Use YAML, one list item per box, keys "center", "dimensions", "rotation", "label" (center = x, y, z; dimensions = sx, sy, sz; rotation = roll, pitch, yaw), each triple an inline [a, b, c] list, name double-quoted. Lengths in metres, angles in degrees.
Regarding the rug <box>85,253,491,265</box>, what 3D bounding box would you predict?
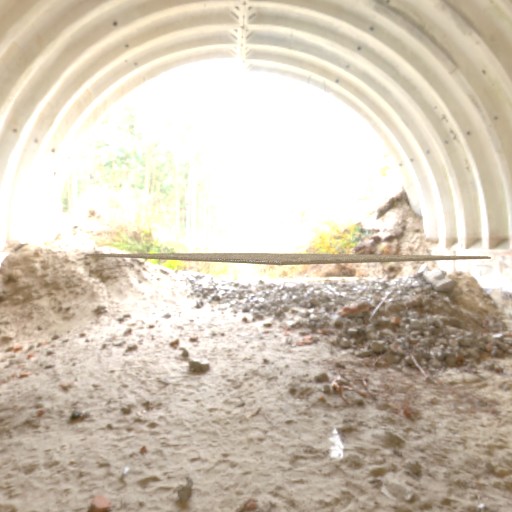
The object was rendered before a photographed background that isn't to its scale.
- center: [0.000, 0.000, 3.468]
  dimensions: [1.819, 0.018, 2.746]
  rotation: [-1, 1, -37]
  label: "rug"
